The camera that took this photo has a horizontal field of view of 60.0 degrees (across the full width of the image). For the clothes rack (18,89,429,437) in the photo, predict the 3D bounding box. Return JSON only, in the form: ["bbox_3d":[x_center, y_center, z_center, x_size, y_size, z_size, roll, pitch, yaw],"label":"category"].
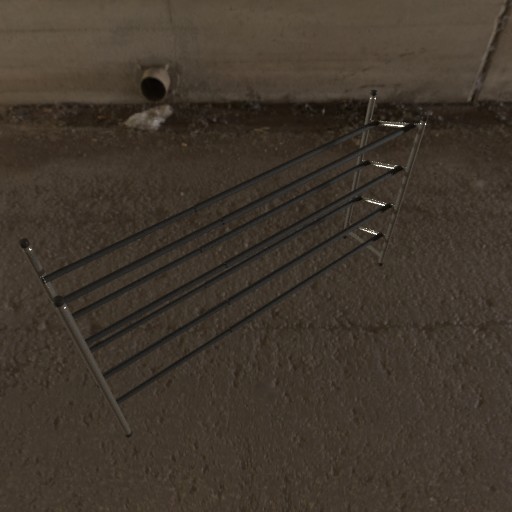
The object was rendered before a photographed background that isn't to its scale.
[{"bbox_3d":[0.000,0.000,1.409,1.168,0.672,0.229,-29,53,-25],"label":"clothes rack"}]
